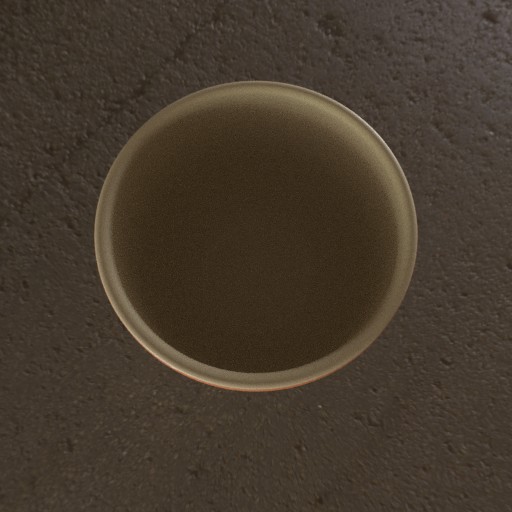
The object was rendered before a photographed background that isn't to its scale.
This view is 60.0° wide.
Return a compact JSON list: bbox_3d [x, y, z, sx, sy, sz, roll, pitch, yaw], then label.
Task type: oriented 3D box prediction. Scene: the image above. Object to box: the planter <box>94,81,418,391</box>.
[{"bbox_3d":[0.000,0.000,0.220,0.124,0.109,0.124,0,76,0],"label":"planter"}]
